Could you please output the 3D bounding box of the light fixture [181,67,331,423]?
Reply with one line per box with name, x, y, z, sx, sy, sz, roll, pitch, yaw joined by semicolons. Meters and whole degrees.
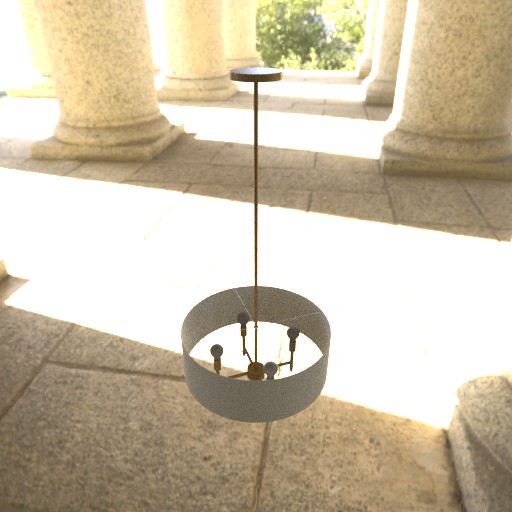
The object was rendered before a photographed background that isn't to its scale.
light fixture;0.000;0.000;1.374;0.508;1.067;0.508;0;29;0
